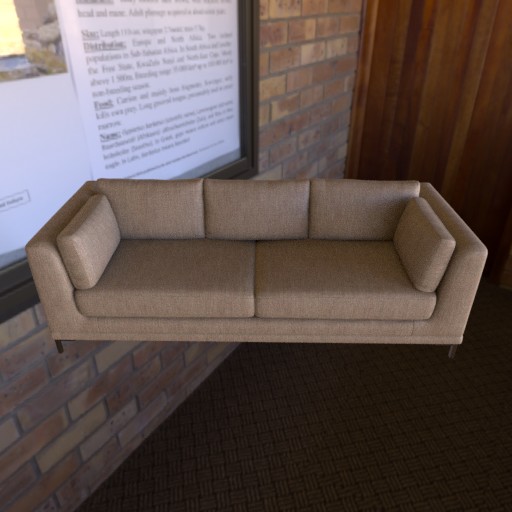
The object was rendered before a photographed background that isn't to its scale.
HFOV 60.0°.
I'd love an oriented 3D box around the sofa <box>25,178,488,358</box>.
[{"bbox_3d":[0.000,0.000,2.844,2.415,0.867,0.969,0,30,1],"label":"sofa"}]
